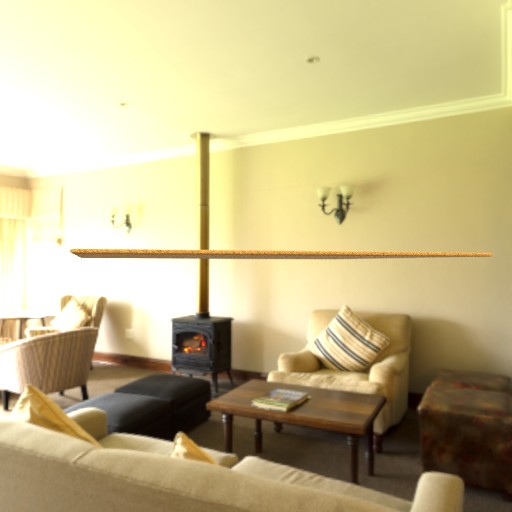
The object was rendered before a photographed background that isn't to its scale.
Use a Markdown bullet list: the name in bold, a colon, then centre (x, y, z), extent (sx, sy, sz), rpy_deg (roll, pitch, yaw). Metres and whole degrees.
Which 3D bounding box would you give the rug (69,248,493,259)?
- **rug**: centre (0.000, 0.000, 4.054), extent (3.047, 0.029, 2.438), rpy_deg (0, -1, -20)
